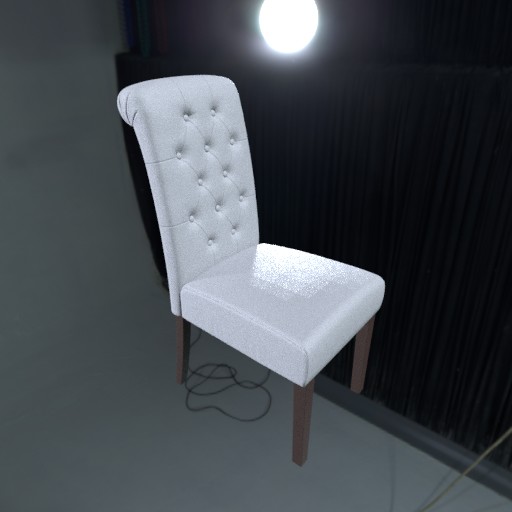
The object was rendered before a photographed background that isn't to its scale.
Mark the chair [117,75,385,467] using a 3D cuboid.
[{"bbox_3d":[0.000,0.000,1.370,0.671,1.006,0.456,19,32,33],"label":"chair"}]
